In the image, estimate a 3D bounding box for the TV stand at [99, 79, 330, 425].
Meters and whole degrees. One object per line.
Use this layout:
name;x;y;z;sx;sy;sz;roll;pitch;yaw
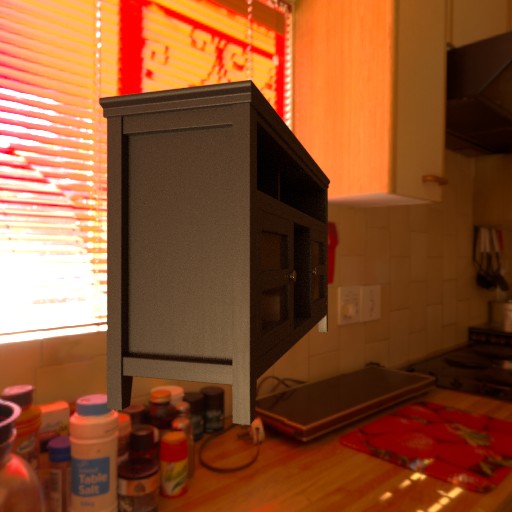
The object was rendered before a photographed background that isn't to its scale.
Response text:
TV stand;0.000;0.000;1.475;0.347;0.681;1.198;0;0;17
